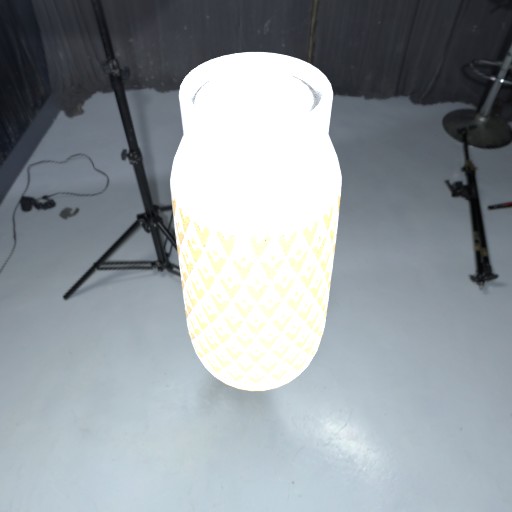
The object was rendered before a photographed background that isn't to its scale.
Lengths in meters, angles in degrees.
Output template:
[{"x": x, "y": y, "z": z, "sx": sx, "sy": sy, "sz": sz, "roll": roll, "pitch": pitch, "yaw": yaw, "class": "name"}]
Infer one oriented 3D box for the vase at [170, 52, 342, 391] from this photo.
[{"x": 0.000, "y": 0.000, "z": 0.376, "sx": 0.137, "sy": 0.307, "sz": 0.137, "roll": 0, "pitch": 50, "yaw": 0, "class": "vase"}]
